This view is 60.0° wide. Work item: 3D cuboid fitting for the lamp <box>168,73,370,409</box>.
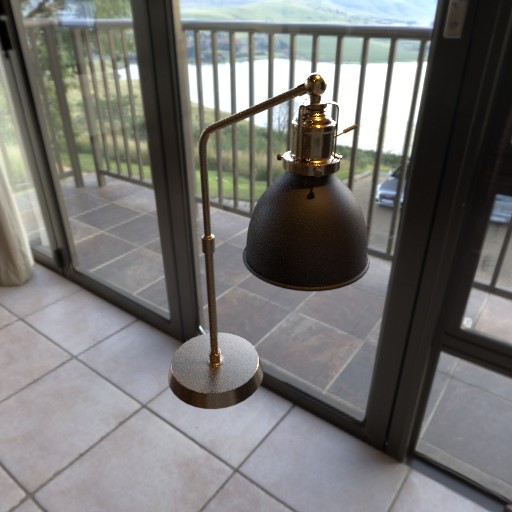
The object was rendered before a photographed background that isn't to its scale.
[{"bbox_3d":[0.000,0.000,0.586,0.291,0.456,0.160,9,31,16],"label":"lamp"}]
